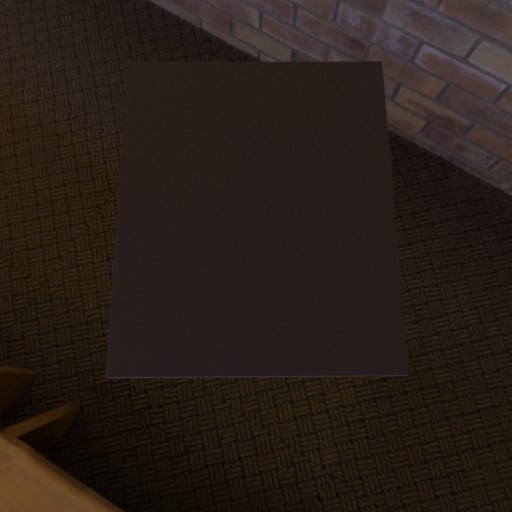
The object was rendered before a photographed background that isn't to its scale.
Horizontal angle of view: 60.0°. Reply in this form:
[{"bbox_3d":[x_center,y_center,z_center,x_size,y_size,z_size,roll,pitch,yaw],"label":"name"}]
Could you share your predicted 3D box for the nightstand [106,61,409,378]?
[{"bbox_3d":[0.000,0.000,0.944,0.402,0.623,0.479,0,76,0],"label":"nightstand"}]
